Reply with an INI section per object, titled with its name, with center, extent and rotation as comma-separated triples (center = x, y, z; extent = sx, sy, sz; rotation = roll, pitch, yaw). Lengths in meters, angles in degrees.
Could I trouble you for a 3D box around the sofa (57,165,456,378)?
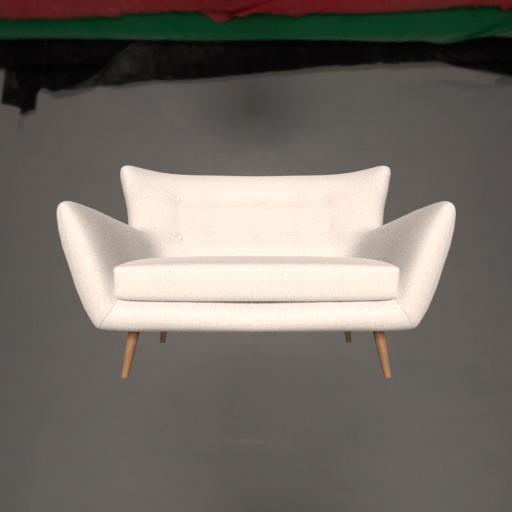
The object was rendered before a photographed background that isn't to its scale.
[sofa]
center = 0.000, 0.000, 1.971
extent = 1.424, 0.878, 0.921
rotation = 0, 1, 0
